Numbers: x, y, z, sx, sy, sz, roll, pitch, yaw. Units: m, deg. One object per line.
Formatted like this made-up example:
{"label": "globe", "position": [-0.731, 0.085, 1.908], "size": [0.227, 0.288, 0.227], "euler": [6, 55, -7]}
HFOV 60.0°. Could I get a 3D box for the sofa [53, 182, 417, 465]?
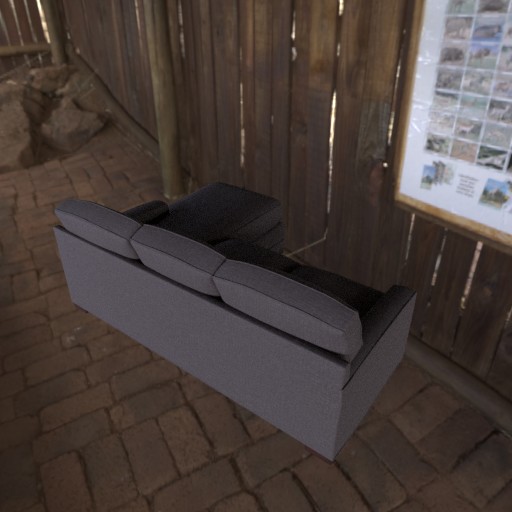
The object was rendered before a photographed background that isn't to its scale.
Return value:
{"label": "sofa", "position": [0.000, 0.000, 3.338], "size": [2.370, 0.973, 1.790], "euler": [21, 37, 31]}
